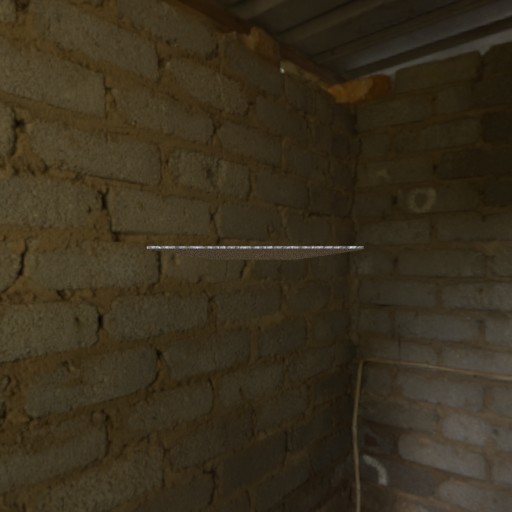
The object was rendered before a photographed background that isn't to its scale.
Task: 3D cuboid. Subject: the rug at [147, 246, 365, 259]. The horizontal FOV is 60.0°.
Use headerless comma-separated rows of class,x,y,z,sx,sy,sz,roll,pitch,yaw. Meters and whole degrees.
rug,0.000,0.000,2.506,0.686,0.008,2.286,0,-1,0
